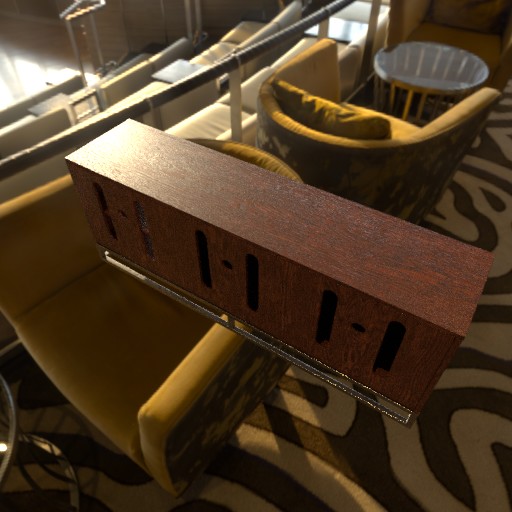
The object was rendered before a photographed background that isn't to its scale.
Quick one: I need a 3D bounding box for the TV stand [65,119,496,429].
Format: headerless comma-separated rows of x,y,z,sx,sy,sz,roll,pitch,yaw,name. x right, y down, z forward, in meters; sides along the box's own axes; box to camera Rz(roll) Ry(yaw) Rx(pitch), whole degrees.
0.000,0.000,1.764,1.541,0.578,0.382,25,51,22,TV stand
